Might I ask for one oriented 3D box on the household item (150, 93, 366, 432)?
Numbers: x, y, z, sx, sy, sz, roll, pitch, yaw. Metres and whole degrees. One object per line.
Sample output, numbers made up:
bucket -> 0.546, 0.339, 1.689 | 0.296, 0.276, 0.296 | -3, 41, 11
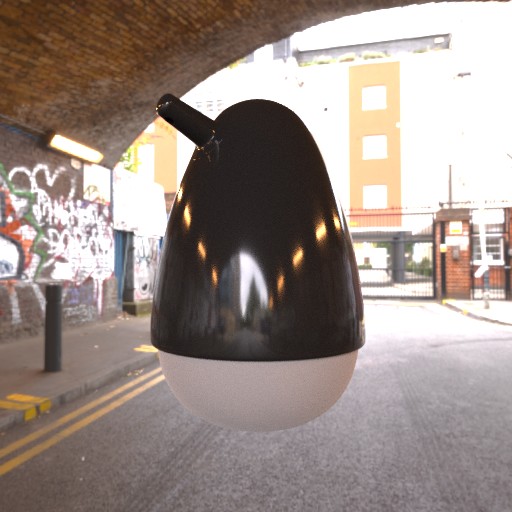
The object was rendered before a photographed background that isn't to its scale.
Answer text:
household item -> 0.000, 0.000, 0.216 | 0.104, 0.152, 0.102 | 1, -2, -38
